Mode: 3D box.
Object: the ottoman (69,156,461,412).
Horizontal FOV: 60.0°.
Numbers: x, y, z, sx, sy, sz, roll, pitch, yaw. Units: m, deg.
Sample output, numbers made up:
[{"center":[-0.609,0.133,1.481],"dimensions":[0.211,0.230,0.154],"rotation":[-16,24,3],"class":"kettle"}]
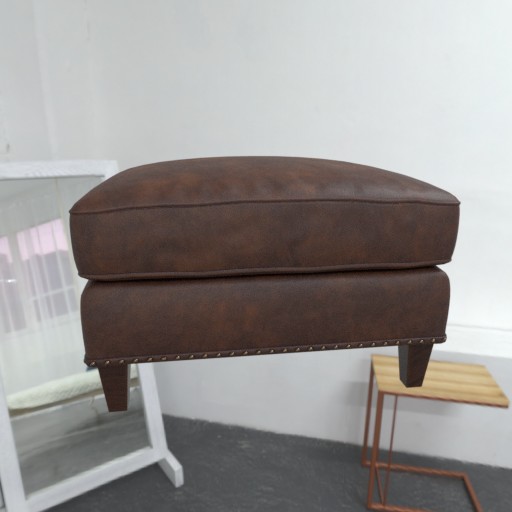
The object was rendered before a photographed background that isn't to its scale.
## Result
[{"center":[0.000,0.000,1.116],"dimensions":[0.742,0.486,0.586],"rotation":[-2,16,-8],"class":"ottoman"}]
